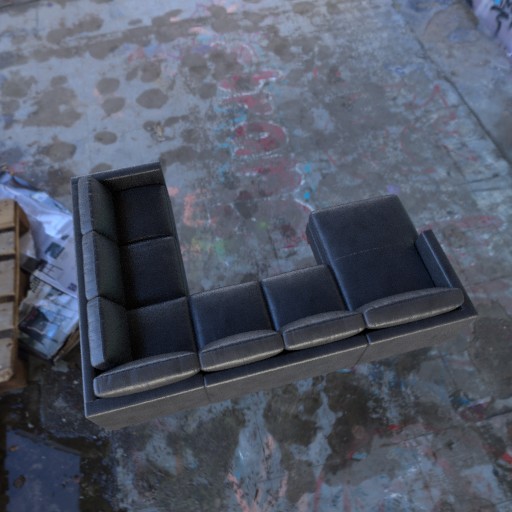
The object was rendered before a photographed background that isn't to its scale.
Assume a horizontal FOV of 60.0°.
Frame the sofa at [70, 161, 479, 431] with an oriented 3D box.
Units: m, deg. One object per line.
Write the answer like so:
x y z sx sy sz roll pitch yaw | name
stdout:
0.000 0.000 4.422 3.324 0.891 2.452 -13 60 -7 | sofa
